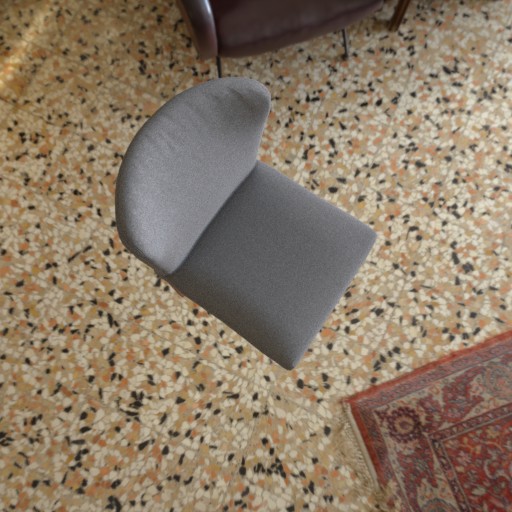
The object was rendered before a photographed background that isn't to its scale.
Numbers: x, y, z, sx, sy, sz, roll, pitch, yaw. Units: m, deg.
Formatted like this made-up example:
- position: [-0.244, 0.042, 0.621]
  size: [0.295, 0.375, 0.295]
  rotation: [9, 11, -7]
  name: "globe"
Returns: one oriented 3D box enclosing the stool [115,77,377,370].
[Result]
- position: [0.000, 0.000, 1.402]
  size: [0.568, 1.069, 0.481]
  rotation: [34, 78, 8]
  name: "stool"
